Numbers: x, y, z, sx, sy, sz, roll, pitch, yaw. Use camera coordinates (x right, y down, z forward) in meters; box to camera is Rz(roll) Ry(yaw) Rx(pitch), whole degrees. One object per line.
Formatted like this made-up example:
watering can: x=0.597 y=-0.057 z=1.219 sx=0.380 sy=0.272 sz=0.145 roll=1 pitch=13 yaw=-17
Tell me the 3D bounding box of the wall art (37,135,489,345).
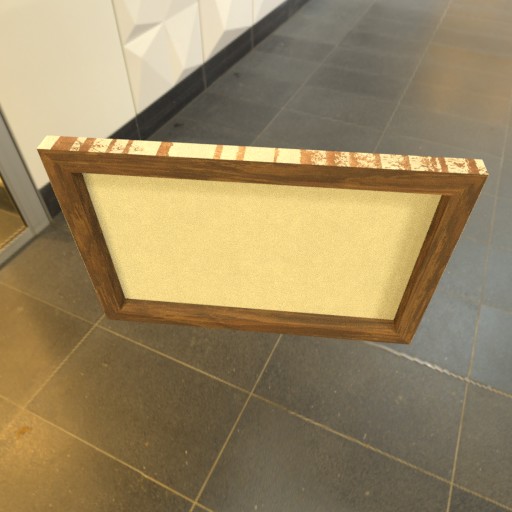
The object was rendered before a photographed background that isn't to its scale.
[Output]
wall art: x=0.000 y=0.000 z=0.753 sx=0.609 sy=0.405 sz=0.035 roll=4 pitch=47 yaw=4
